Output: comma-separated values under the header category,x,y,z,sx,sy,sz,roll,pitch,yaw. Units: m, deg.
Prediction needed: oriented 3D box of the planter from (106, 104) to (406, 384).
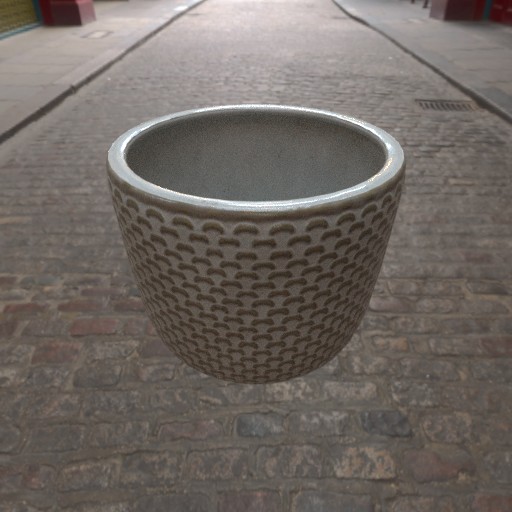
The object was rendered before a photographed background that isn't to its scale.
category,x,y,z,sx,sy,sz,roll,pitch,yaw
planter,0.000,0.000,0.304,0.173,0.160,0.173,0,34,0
